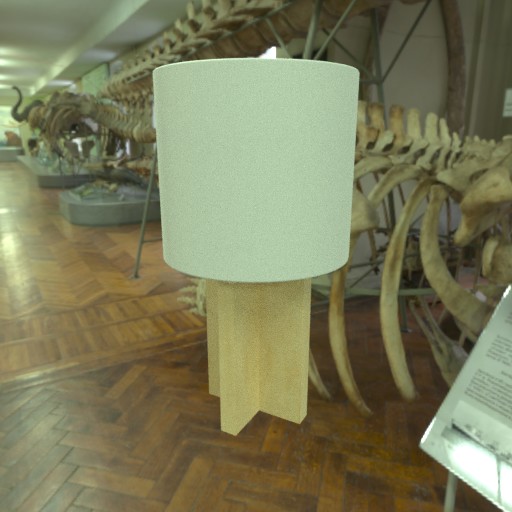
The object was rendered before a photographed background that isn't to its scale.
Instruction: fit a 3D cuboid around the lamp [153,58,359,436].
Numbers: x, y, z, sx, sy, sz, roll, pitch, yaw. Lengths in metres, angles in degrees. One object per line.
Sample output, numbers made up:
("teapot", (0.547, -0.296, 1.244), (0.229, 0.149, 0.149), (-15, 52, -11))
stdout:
("lamp", (0.000, 0.000, 0.559), (0.229, 0.428, 0.229), (9, 18, 28))
